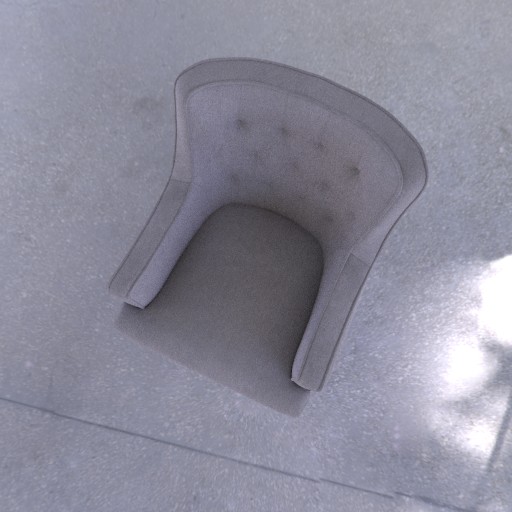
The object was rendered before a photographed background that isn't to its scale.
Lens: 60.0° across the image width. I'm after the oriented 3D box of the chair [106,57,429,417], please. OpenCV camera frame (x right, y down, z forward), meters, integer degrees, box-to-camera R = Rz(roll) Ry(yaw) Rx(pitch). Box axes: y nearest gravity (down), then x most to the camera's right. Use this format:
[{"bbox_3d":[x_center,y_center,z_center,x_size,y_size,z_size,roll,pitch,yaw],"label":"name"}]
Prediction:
[{"bbox_3d":[0.000,0.000,1.583,0.781,0.919,0.910,24,76,6],"label":"chair"}]
